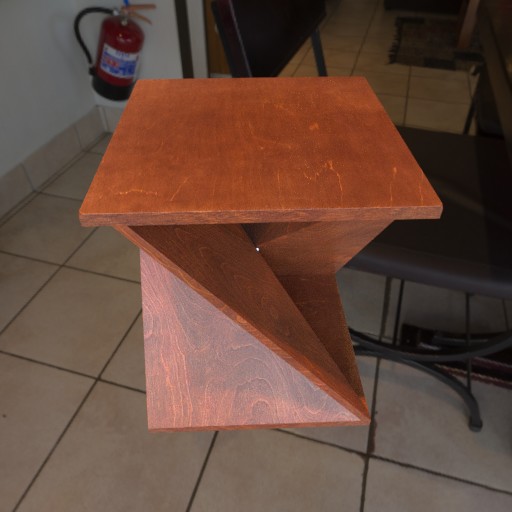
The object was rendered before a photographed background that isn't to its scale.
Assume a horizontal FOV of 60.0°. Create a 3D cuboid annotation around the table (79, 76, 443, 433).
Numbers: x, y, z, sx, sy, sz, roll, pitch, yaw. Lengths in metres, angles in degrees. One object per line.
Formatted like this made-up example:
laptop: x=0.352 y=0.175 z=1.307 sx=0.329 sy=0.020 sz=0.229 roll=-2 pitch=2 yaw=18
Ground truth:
table: x=0.000 y=0.000 z=0.848 sx=0.427 sy=0.520 sz=0.427 roll=-1 pitch=41 yaw=-2
